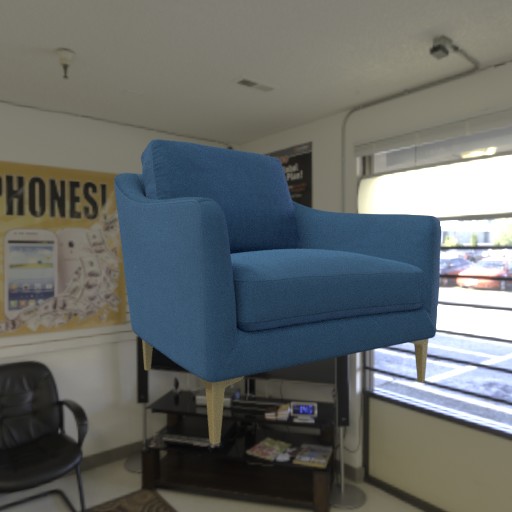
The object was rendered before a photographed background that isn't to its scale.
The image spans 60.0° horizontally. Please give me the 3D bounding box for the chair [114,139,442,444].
[{"bbox_3d":[0.000,0.000,1.676,0.987,0.899,0.961,-1,1,-36],"label":"chair"}]
